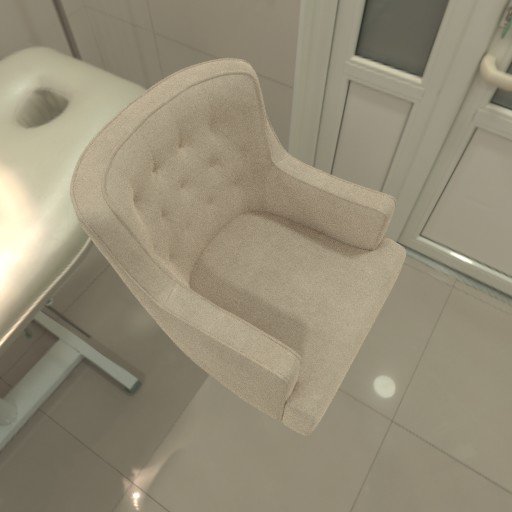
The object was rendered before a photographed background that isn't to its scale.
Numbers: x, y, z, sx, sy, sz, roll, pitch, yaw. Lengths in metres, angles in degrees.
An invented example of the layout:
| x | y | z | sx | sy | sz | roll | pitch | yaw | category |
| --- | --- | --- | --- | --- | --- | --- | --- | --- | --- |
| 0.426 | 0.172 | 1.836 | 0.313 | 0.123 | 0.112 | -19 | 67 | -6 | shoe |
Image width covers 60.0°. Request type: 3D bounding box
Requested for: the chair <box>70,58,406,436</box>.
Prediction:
| x | y | z | sx | sy | sz | roll | pitch | yaw | category |
| --- | --- | --- | --- | --- | --- | --- | --- | --- | --- |
| 0.000 | 0.000 | 1.558 | 0.910 | 0.920 | 0.781 | 28 | 62 | 17 | chair |
